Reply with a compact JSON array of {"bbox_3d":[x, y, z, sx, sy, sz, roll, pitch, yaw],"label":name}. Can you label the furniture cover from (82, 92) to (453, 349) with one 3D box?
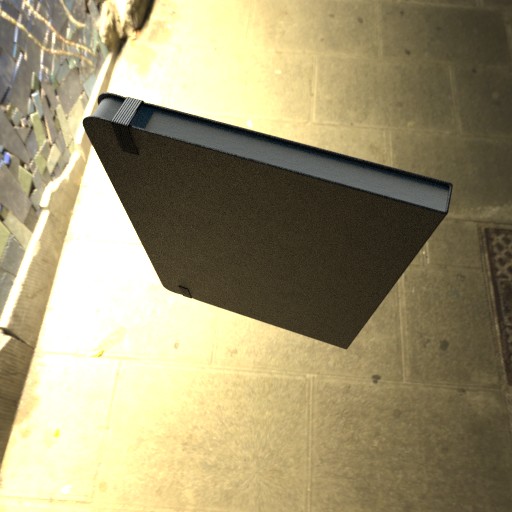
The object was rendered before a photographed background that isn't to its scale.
[{"bbox_3d":[0.000,0.000,0.374,0.216,0.281,0.023,17,65,8],"label":"furniture cover"}]
